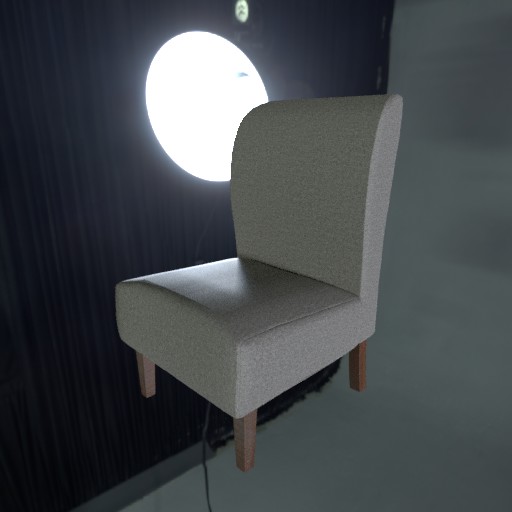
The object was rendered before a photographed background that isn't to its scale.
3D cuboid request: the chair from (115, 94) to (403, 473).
[{"bbox_3d":[0.000,0.000,1.160,0.513,0.804,0.592,16,22,43],"label":"chair"}]
